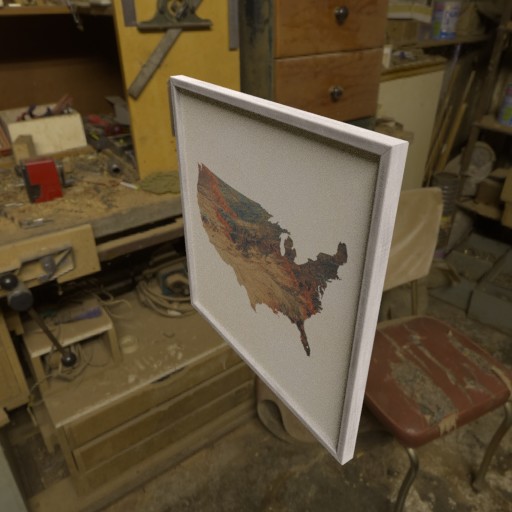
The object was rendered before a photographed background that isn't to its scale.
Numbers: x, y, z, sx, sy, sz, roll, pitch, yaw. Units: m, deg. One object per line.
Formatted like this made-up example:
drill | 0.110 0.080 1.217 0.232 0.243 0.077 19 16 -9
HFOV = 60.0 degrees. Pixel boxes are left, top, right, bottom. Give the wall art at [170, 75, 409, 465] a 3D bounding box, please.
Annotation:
wall art | 0.000 0.000 0.447 0.015 0.303 0.303 -19 36 -29
